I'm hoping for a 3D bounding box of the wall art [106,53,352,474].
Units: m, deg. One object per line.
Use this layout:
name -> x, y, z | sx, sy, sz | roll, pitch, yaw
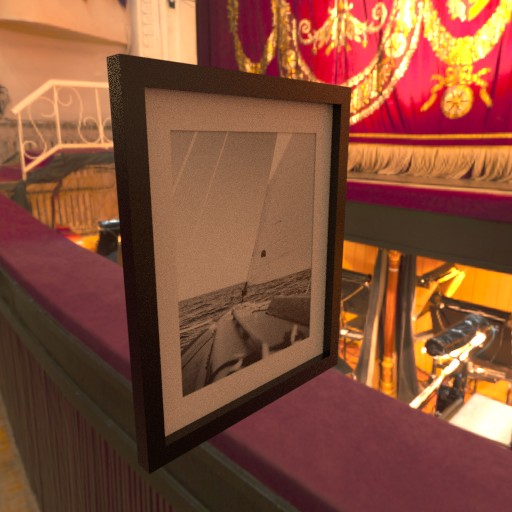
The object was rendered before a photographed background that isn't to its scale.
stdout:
wall art -> 0.000, 0.000, 0.734 | 0.461, 0.558, 0.031 | -14, 20, -43
